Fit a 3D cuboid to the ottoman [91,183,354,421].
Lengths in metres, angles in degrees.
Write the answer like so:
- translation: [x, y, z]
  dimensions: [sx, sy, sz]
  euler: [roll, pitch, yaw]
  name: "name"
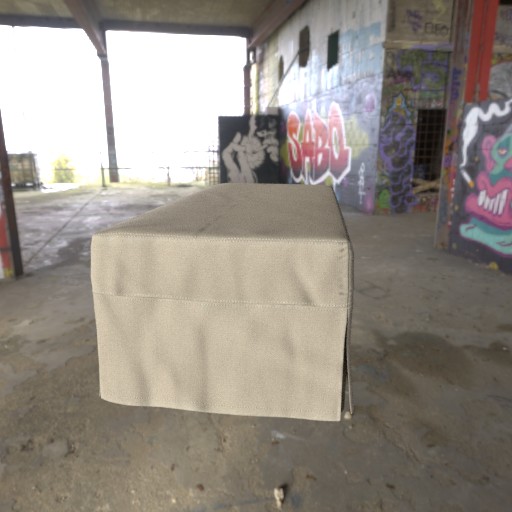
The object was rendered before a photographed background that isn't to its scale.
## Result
- translation: [0.000, 0.000, 1.698]
  dimensions: [0.665, 0.457, 1.388]
  euler: [2, 14, 8]
  name: "ottoman"
